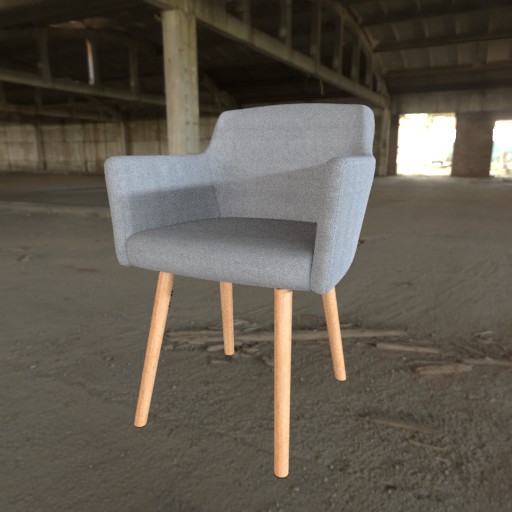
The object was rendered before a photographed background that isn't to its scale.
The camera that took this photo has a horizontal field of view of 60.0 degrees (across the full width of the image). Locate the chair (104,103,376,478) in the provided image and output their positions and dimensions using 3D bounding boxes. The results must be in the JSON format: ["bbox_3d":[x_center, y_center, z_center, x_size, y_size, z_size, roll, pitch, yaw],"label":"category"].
[{"bbox_3d":[0.000,0.000,1.133,0.570,0.780,0.540,6,15,26],"label":"chair"}]
